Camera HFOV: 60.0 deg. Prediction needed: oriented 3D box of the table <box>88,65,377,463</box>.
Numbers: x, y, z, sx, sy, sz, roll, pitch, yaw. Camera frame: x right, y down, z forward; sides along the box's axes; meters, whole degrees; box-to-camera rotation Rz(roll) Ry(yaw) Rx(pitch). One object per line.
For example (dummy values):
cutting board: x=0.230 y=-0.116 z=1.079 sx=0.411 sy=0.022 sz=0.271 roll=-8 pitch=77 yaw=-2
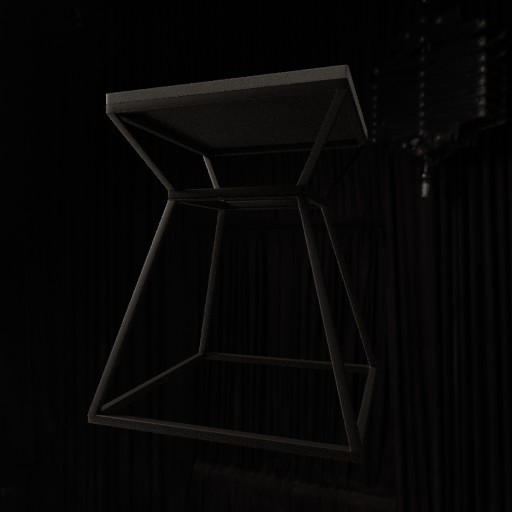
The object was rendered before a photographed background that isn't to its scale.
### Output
table: x=0.000 y=0.000 z=0.892 sx=0.455 sy=0.559 sz=0.455 roll=1 pitch=2 yaw=18
